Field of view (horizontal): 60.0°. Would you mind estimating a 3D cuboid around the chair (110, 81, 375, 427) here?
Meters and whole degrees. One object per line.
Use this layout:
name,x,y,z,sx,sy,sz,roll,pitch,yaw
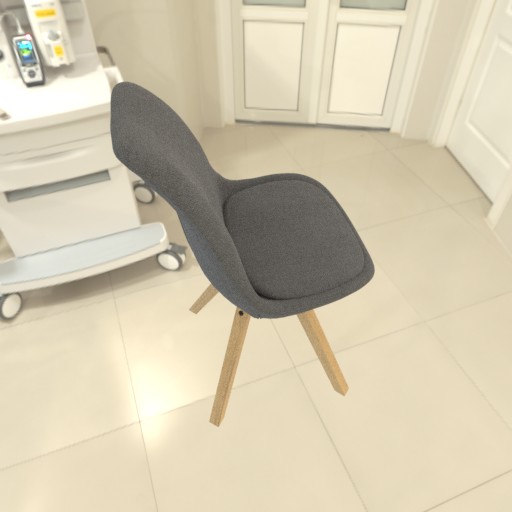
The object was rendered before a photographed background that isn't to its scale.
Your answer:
chair,0.000,0.000,1.141,0.550,0.850,0.485,-10,46,-10
